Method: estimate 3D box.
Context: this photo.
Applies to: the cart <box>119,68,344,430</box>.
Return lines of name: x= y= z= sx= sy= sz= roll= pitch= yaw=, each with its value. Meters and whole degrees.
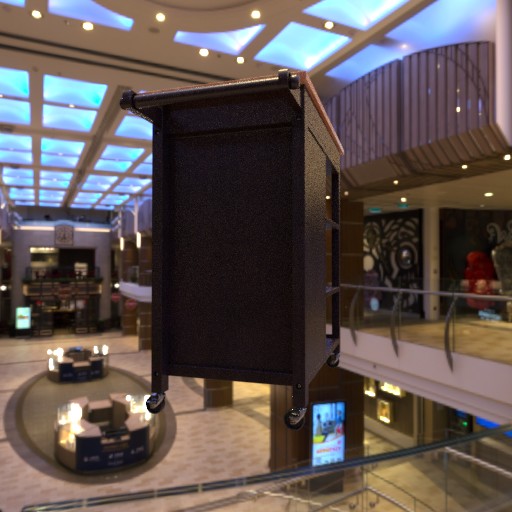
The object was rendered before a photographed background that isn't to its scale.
cart: x=0.000 y=0.000 z=1.445 sx=0.472 sy=0.878 sz=0.914 roll=0 pitch=-1 yaw=18
